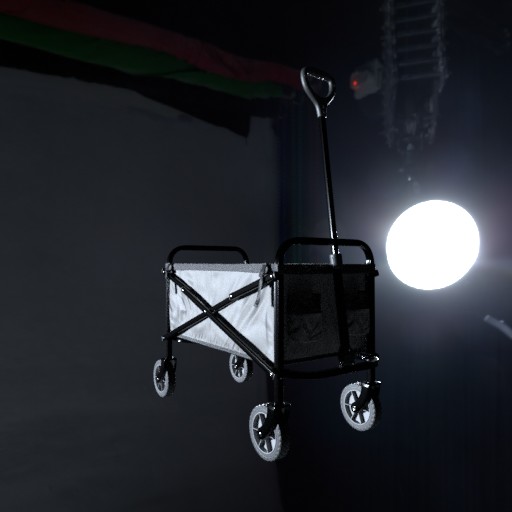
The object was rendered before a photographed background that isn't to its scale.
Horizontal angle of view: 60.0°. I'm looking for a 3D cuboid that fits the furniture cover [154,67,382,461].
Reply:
[{"bbox_3d":[0.000,0.000,1.840,0.532,1.295,1.038,1,-1,-35],"label":"furniture cover"}]
